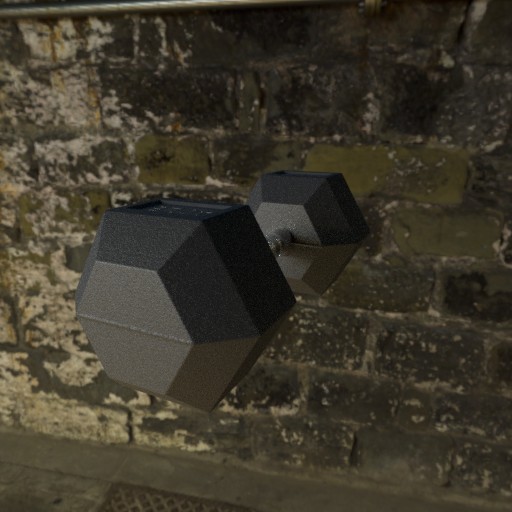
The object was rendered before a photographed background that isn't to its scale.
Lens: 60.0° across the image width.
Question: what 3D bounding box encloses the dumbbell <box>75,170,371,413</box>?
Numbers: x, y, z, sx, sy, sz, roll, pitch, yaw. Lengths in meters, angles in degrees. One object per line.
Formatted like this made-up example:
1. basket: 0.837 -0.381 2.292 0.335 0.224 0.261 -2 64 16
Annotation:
1. dumbbell: 0.000 0.000 0.436 0.157 0.137 0.361 8 18 25
